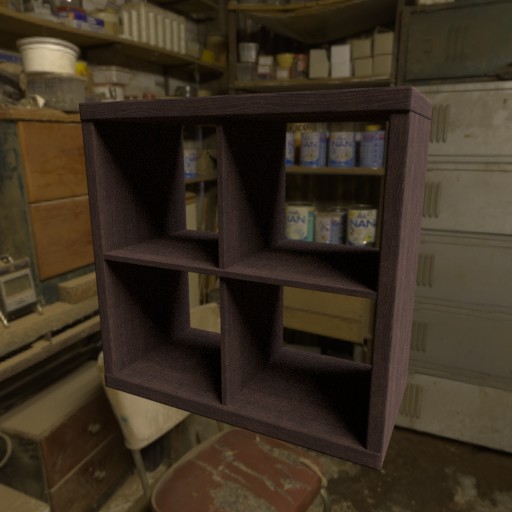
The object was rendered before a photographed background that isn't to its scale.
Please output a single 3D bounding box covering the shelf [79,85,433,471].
[{"bbox_3d":[0.000,0.000,1.201,0.790,0.786,0.390,7,16,25],"label":"shelf"}]
